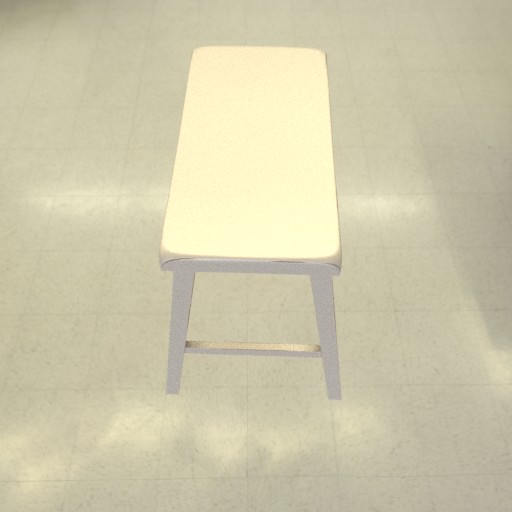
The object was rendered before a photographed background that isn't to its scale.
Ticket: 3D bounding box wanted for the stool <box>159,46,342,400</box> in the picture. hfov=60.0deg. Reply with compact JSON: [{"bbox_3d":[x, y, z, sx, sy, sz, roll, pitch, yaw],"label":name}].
[{"bbox_3d":[0.000,0.000,1.001,0.476,0.737,0.457,2,60,1],"label":"stool"}]
